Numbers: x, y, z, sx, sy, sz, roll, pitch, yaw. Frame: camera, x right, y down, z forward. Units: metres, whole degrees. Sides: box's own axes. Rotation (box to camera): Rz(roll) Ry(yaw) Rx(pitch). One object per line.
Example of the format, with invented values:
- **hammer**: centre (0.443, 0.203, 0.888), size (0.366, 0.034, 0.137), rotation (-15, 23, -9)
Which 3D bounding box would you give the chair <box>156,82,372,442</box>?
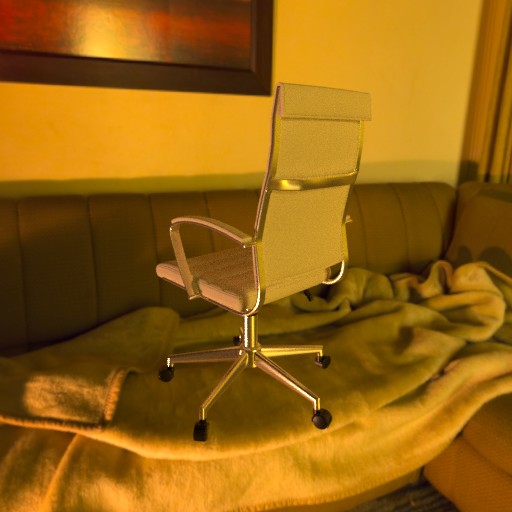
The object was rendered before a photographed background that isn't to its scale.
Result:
- **chair**: centre (0.000, 0.000, 1.676), size (0.766, 1.149, 0.739), rotation (-14, 21, -43)
